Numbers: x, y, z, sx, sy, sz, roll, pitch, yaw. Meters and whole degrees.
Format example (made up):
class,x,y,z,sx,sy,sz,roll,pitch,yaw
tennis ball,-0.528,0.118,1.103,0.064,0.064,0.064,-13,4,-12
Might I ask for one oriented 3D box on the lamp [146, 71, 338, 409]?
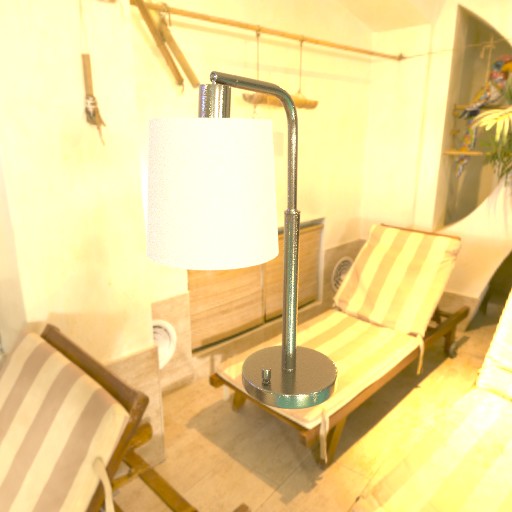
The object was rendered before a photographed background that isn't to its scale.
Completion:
class,x,y,z,sx,sy,sz,roll,pitch,yaw
lamp,0.000,0.000,0.645,0.171,0.489,0.333,15,22,42
